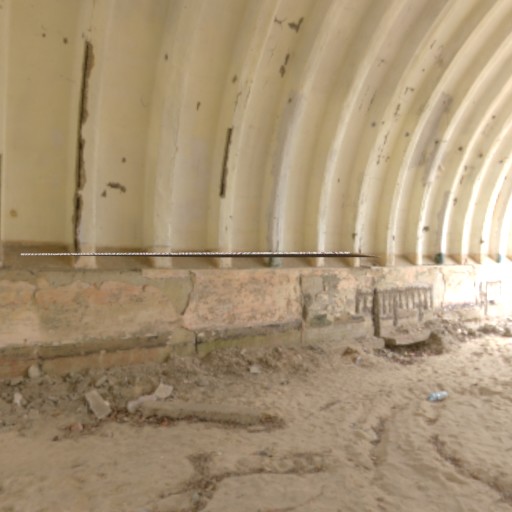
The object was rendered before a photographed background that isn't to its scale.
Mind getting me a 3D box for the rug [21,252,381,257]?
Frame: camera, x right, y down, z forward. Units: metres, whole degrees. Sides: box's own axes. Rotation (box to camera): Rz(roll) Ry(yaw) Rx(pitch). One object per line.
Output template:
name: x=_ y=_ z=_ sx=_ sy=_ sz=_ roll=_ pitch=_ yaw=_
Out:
rug: x=0.000 y=0.000 z=2.985 sx=1.519 sy=0.007 sz=2.428 roll=0 pitch=-1 yaw=18
